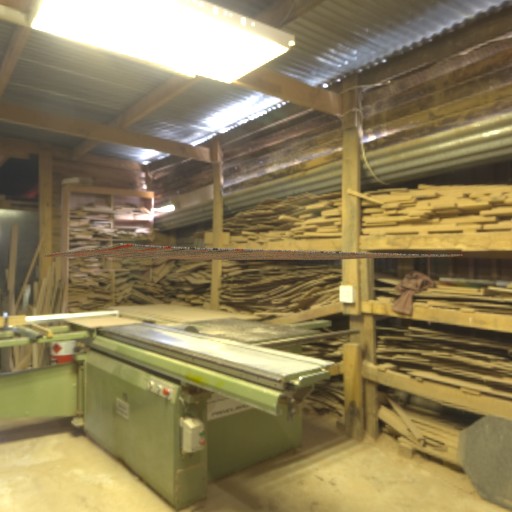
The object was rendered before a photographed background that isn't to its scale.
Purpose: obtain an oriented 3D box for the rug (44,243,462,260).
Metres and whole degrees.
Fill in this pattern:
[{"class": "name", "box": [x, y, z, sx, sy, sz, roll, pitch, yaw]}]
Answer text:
[{"class": "rug", "box": [0.000, 0.000, 2.320, 1.835, 0.017, 1.220, 1, -2, -35]}]
